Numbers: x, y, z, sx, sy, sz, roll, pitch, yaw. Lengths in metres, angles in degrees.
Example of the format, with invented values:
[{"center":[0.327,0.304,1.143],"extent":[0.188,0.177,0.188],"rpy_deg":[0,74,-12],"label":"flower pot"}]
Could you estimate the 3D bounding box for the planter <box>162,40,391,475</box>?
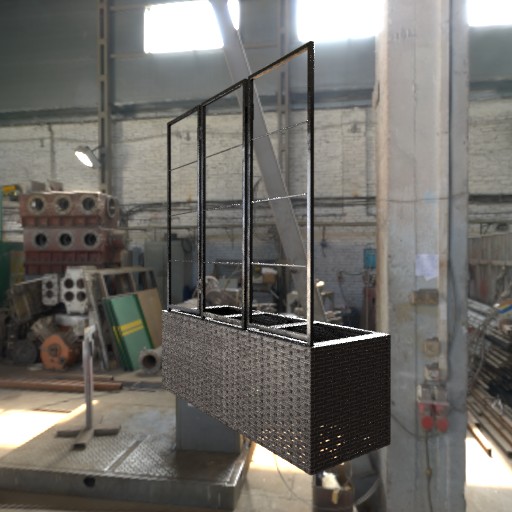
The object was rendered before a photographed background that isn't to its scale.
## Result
[{"center":[0.000,0.000,1.198],"extent":[0.244,0.841,0.699],"rpy_deg":[0,0,-36],"label":"planter"}]
